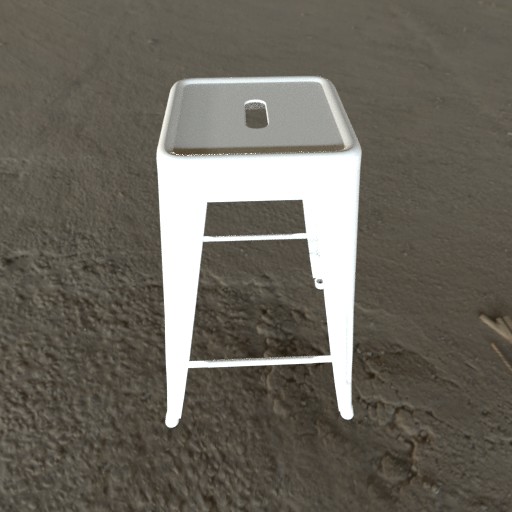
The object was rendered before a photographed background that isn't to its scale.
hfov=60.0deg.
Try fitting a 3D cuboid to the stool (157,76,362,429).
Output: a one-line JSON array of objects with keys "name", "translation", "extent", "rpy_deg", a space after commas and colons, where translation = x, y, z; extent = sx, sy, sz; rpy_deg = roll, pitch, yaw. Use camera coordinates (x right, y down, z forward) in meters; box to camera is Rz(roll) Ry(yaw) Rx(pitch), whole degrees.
[{"name": "stool", "translation": [0.000, 0.000, 0.884], "extent": [0.406, 0.610, 0.406], "rpy_deg": [-2, 43, -2]}]
